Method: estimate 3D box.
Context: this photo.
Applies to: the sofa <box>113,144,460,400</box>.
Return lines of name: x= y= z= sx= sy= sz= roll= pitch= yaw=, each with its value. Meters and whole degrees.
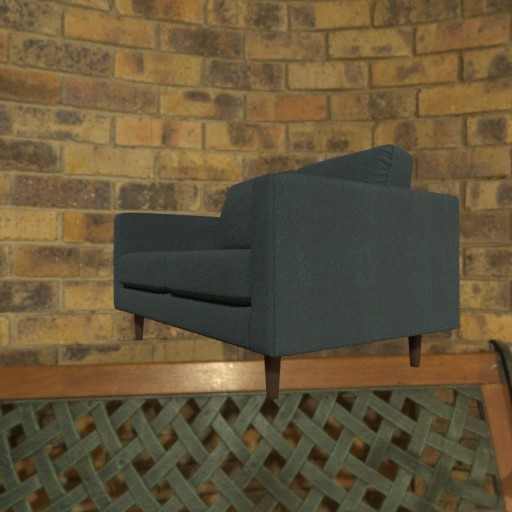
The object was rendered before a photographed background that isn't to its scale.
sofa: x=0.000 y=0.000 z=2.166 sx=0.999 sy=0.930 sz=1.518 roll=0 pitch=0 yaw=-34
